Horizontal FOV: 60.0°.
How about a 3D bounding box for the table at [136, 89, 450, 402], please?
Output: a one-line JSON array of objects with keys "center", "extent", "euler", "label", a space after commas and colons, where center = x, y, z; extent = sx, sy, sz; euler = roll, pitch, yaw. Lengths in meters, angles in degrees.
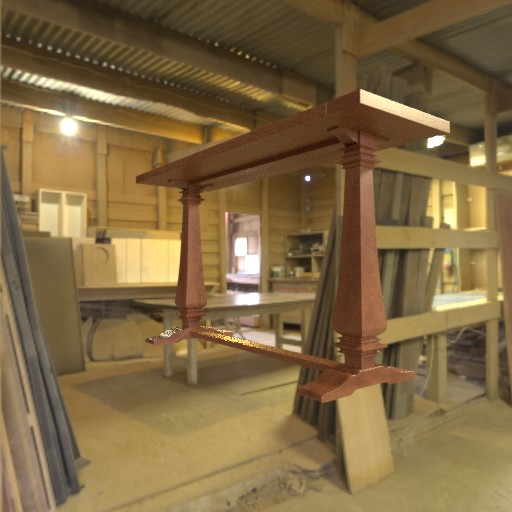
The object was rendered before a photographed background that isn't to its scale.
[{"center": [0.000, 0.000, 1.875], "extent": [0.461, 0.852, 1.478], "euler": [1, -1, -38], "label": "table"}]
